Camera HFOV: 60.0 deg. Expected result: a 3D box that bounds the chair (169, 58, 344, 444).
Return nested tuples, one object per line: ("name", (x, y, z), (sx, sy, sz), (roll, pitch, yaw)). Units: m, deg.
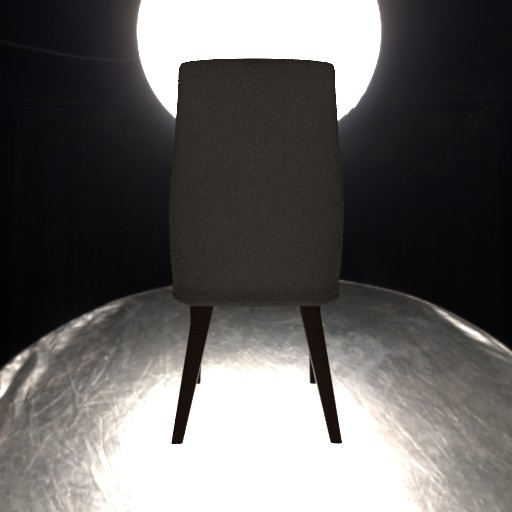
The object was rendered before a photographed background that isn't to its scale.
("chair", (0.000, 0.000, 1.309), (0.500, 0.930, 0.620), (0, 0, -1))
